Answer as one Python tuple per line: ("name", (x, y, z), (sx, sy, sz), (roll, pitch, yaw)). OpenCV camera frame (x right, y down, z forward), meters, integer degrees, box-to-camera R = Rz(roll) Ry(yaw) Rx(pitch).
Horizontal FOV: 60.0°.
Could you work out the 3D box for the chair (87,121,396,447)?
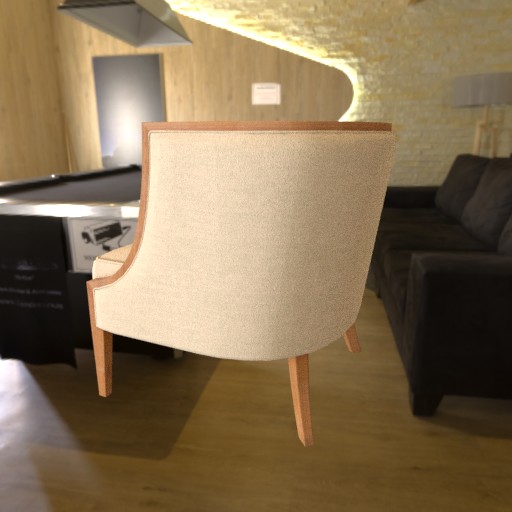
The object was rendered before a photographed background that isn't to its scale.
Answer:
("chair", (0.000, 0.000, 1.360), (0.757, 0.775, 0.711), (7, 17, 24))
